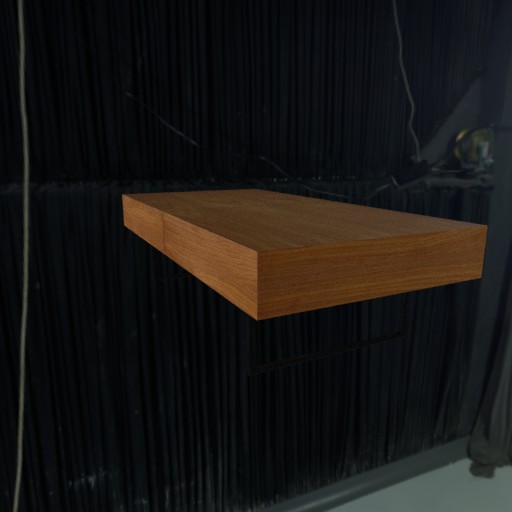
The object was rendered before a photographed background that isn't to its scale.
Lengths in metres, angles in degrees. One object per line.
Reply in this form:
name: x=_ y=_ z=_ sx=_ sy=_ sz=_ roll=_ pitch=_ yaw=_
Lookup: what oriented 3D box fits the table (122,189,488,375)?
table: x=0.000 y=0.000 z=1.460 sx=0.610 sy=0.330 sz=1.194 roll=-7 pitch=15 yaw=-26
